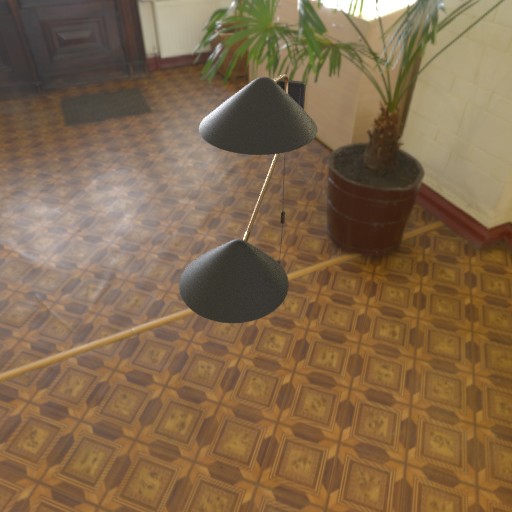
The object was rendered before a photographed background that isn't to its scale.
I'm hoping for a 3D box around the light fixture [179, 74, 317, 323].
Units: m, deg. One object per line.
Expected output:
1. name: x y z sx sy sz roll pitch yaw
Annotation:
1. light fixture: 0.000 0.000 0.875 0.189 0.665 0.422 12 43 14
